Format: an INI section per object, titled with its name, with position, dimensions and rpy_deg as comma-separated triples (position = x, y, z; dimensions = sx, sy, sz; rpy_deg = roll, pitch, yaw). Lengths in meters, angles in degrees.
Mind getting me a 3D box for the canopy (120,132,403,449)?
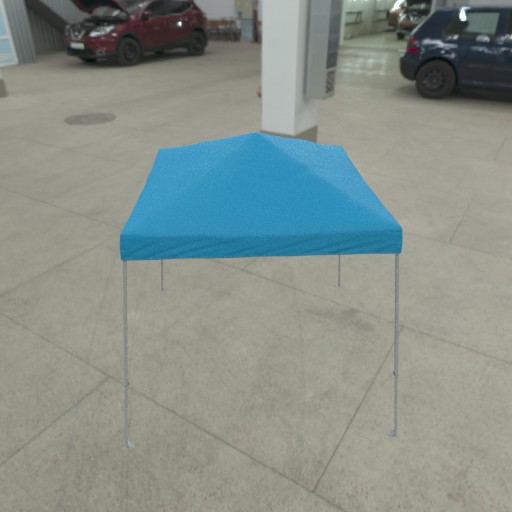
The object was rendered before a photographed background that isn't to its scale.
[canopy]
position = 0.000, 0.000, 5.127
dimensions = 2.850, 2.850, 2.849
rpy_deg = -1, 30, -3
